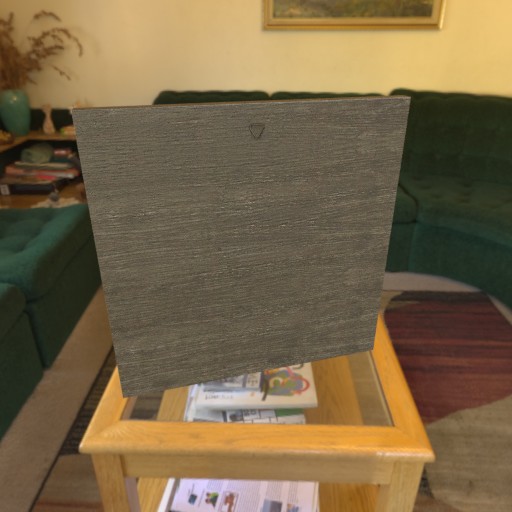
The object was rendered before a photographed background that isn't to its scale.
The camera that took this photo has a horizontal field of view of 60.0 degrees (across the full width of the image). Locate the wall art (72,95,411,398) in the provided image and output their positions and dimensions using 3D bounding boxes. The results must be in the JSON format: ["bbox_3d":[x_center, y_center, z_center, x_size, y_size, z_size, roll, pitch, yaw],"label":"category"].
[{"bbox_3d":[0.000,0.000,0.695,0.462,0.459,0.027,-7,28,-14],"label":"wall art"}]
